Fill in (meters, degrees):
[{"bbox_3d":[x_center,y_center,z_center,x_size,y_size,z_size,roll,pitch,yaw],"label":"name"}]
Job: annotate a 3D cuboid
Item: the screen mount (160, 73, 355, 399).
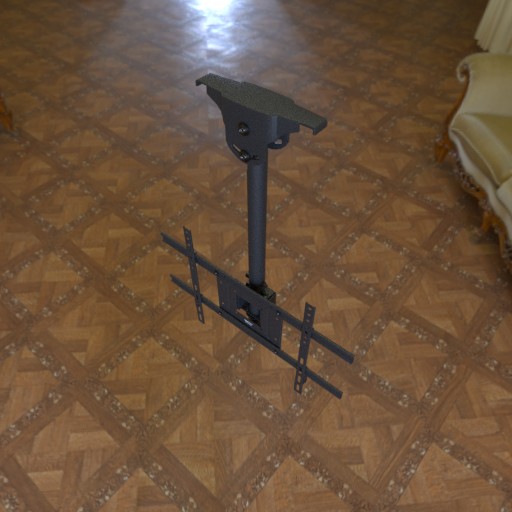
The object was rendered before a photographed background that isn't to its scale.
[{"bbox_3d":[0.000,0.000,1.024,0.595,0.775,0.090,31,55,25],"label":"screen mount"}]
